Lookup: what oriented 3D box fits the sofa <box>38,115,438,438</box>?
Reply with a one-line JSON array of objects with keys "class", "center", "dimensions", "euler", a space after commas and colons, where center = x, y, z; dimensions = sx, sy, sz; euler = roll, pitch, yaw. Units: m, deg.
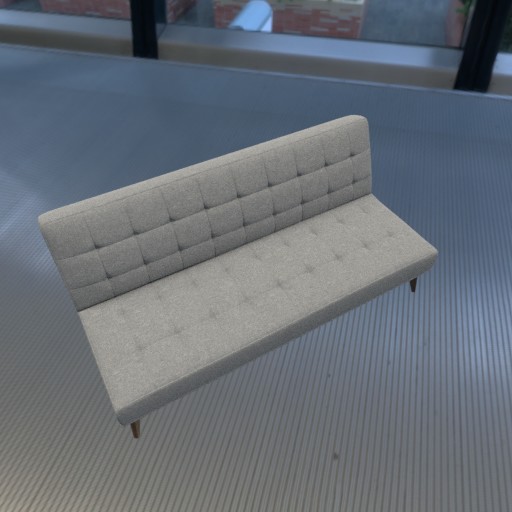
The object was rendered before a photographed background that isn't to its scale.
[{"class": "sofa", "center": [0.000, 0.000, 2.287], "dimensions": [1.800, 0.810, 0.860], "euler": [-23, 51, -20]}]
